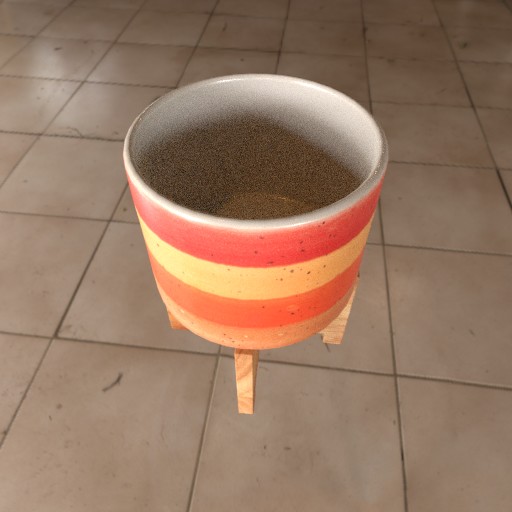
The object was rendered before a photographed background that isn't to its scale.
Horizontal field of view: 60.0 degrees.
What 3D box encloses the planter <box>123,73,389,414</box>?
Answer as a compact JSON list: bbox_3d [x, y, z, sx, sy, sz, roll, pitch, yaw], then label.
[{"bbox_3d":[0.000,0.000,0.421,0.199,0.268,0.199,0,49,0],"label":"planter"}]
